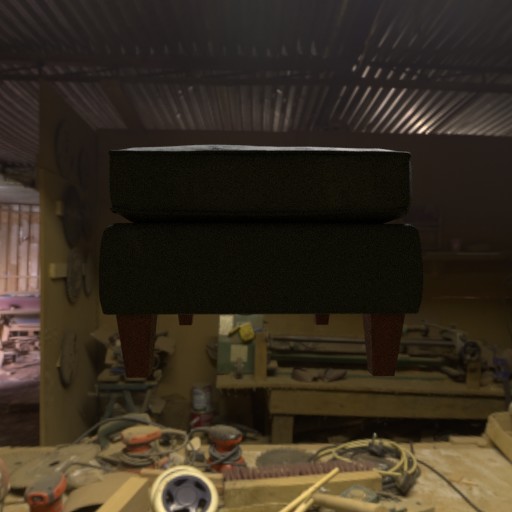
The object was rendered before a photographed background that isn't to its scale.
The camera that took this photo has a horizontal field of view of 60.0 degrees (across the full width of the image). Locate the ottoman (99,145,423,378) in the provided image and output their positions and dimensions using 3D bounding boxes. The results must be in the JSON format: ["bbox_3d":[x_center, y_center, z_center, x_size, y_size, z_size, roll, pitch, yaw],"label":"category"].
[{"bbox_3d":[0.000,0.000,1.268,0.632,0.495,0.864,0,-1,-1],"label":"ottoman"}]
